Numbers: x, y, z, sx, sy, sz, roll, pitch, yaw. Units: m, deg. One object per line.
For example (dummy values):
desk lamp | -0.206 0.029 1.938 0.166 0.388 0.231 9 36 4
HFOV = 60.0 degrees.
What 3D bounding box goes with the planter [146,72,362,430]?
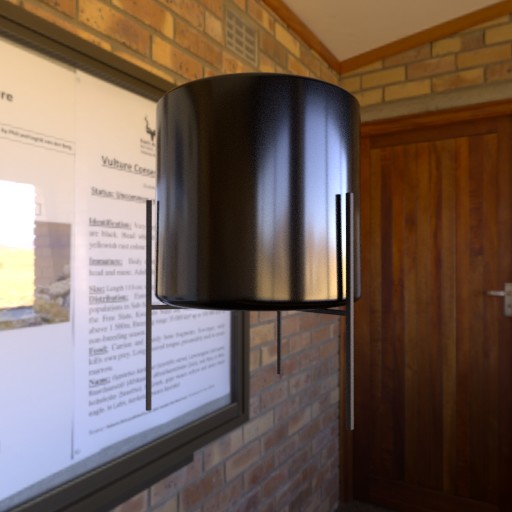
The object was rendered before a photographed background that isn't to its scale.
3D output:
planter | 0.000 0.000 0.668 0.310 0.432 0.310 0 0 0
